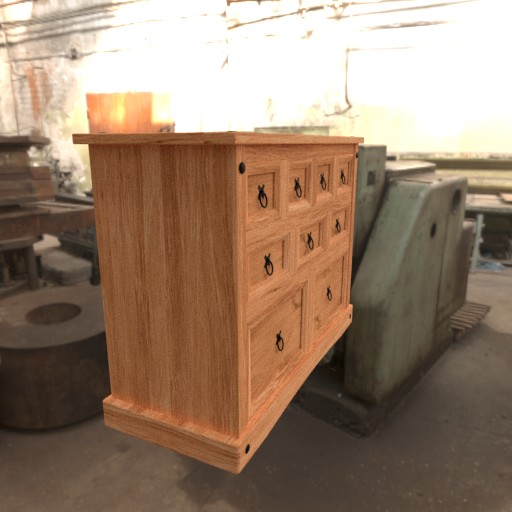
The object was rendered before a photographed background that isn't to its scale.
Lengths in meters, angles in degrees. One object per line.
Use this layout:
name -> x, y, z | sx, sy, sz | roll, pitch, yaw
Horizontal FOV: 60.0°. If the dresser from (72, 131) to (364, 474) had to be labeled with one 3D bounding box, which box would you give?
dresser -> 0.000, 0.000, 1.403 | 0.410, 0.740, 0.990 | 7, 16, 26
